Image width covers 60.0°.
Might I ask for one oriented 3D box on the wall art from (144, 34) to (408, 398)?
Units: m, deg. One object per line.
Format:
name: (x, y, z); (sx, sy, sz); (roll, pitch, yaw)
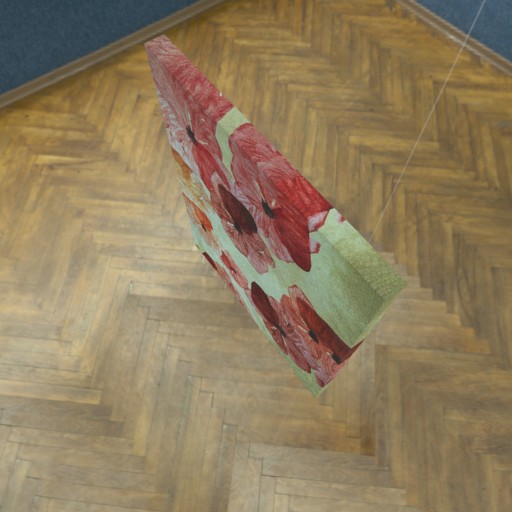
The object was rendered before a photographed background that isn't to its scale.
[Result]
wall art: (0.000, 0.000, 0.682); (0.028, 0.508, 0.406); (-34, 68, -16)
